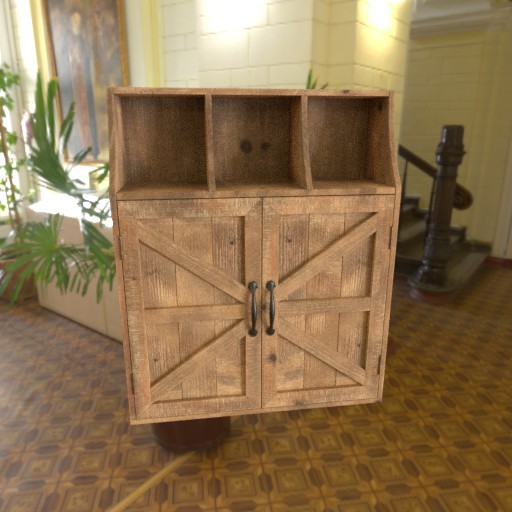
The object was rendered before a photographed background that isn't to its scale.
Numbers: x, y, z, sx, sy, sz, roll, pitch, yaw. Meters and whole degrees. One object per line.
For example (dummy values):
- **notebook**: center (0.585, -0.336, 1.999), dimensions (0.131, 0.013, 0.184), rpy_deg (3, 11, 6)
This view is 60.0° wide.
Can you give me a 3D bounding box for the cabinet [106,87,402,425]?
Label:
- **cabinet**: center (0.000, 0.000, 0.836), dimensions (0.489, 0.590, 0.184), rpy_deg (-2, 17, -8)
